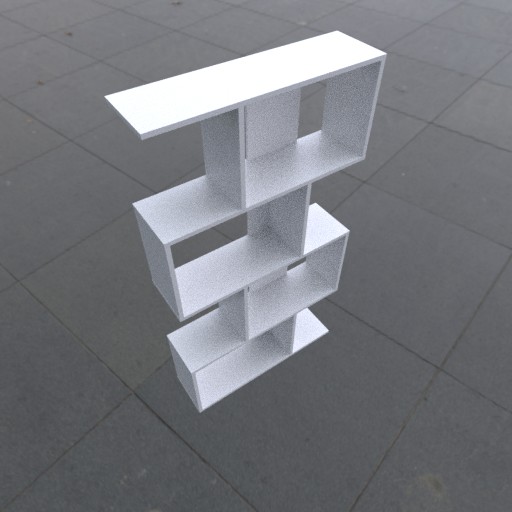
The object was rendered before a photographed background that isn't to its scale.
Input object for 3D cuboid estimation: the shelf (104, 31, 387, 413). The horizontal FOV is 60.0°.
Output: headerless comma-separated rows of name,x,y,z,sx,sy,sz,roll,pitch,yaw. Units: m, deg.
shelf,0.000,0.000,1.976,0.890,1.650,0.250,-26,52,-23
